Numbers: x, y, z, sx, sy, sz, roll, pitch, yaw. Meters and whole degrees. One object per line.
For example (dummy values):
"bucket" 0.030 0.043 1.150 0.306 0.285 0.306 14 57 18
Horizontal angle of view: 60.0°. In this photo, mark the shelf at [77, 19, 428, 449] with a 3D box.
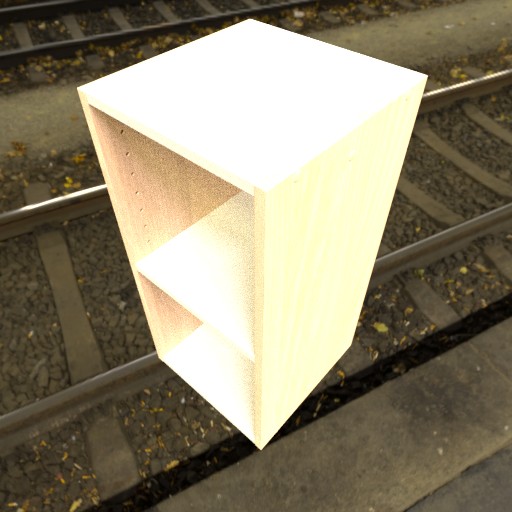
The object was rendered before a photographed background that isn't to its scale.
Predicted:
"shelf" 0.000 0.000 0.735 0.290 0.594 0.297 33 55 27
